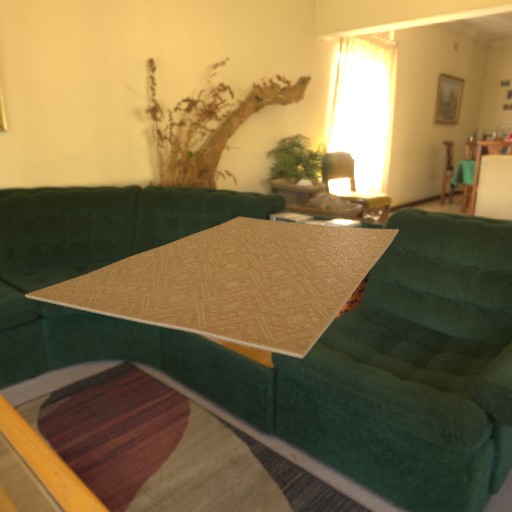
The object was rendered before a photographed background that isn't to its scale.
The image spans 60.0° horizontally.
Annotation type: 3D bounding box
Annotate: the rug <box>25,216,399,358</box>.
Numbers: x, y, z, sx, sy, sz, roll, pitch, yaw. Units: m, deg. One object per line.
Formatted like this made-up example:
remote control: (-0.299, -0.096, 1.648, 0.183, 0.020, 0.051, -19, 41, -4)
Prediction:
rug: (0.000, 0.000, 3.061, 1.553, 0.053, 2.430, 7, 17, 24)
